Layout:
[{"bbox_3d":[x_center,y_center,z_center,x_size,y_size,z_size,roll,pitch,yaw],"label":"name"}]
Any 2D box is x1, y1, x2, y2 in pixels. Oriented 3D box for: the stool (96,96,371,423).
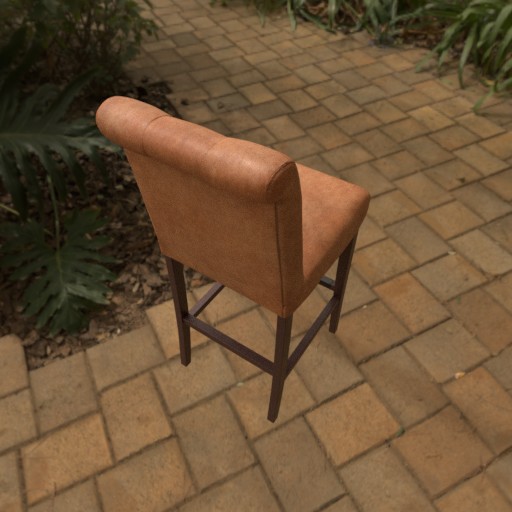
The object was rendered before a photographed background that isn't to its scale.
[{"bbox_3d":[0.000,0.000,1.415,0.493,1.140,0.601,26,51,23],"label":"stool"}]
